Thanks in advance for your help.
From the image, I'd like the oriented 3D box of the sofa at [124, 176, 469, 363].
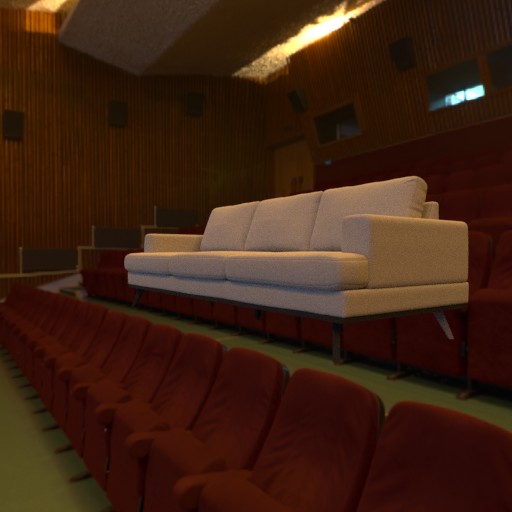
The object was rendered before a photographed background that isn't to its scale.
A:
[{"bbox_3d":[0.000,0.000,2.833,0.920,0.810,2.310,0,0,-36],"label":"sofa"}]
